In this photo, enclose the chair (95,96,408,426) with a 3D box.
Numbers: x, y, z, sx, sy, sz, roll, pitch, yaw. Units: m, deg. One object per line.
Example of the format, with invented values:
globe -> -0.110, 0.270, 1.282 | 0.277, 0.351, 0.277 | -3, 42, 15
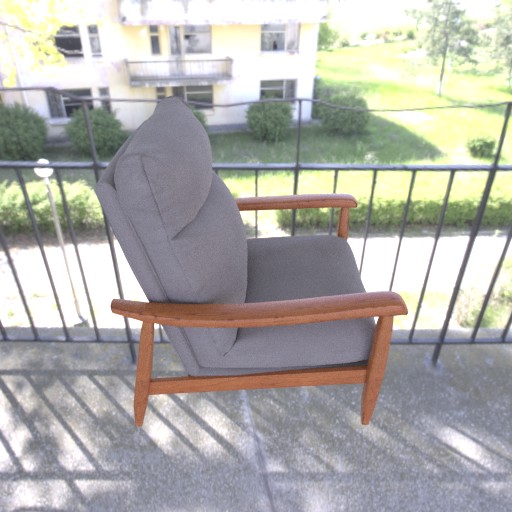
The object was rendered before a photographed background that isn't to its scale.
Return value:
chair -> 0.000, 0.000, 1.514 | 0.816, 0.922, 0.782 | 0, 32, 0
